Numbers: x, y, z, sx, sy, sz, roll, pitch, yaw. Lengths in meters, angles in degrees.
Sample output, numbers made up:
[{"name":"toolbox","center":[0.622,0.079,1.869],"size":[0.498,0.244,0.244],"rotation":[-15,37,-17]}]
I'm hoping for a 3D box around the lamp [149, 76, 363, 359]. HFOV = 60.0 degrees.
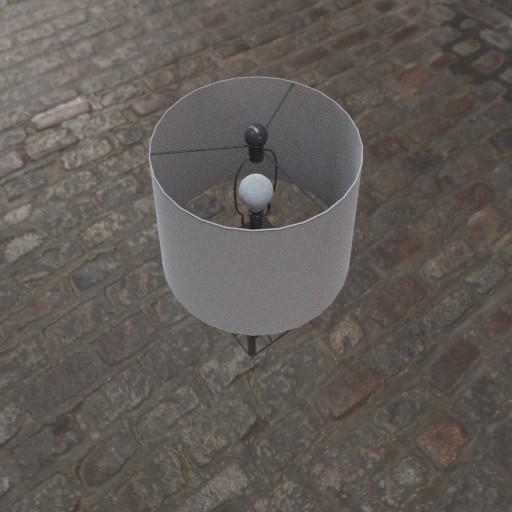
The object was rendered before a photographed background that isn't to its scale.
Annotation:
[{"name":"lamp","center":[0.000,0.000,0.783],"size":[0.320,0.591,0.320],"rotation":[0,58,0]}]
